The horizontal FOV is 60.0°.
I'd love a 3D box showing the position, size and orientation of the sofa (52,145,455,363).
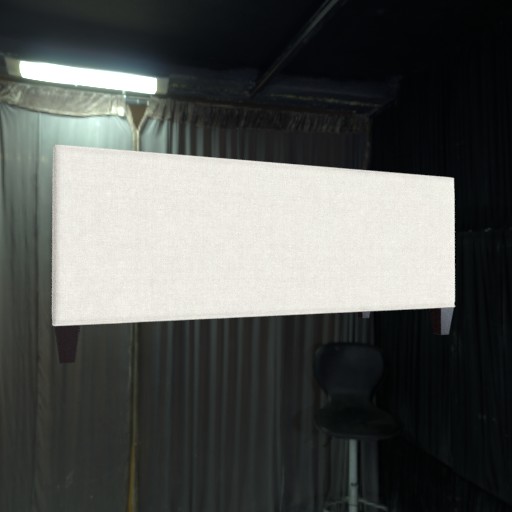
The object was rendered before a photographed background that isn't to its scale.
[{"bbox_3d":[0.000,0.000,2.186,1.778,0.762,0.775,0,-1,-20],"label":"sofa"}]
